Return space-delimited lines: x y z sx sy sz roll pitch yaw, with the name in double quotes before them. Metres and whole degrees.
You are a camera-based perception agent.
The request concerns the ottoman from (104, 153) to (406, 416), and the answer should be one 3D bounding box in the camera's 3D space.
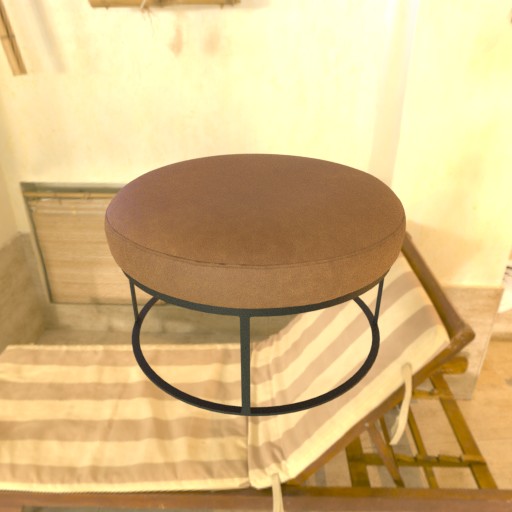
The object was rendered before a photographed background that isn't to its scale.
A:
"ottoman" 0.000 0.000 1.251 0.771 0.460 0.771 0 27 0
